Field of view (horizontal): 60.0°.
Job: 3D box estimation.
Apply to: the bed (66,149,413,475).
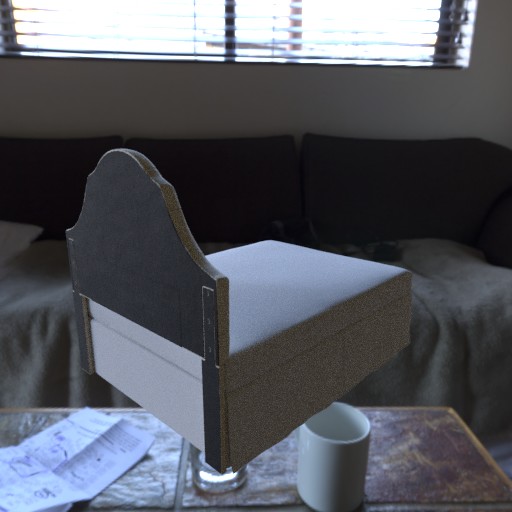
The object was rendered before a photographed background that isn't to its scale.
[{"bbox_3d":[0.000,0.000,3.244,1.627,1.575,2.092,14,21,42],"label":"bed"}]
